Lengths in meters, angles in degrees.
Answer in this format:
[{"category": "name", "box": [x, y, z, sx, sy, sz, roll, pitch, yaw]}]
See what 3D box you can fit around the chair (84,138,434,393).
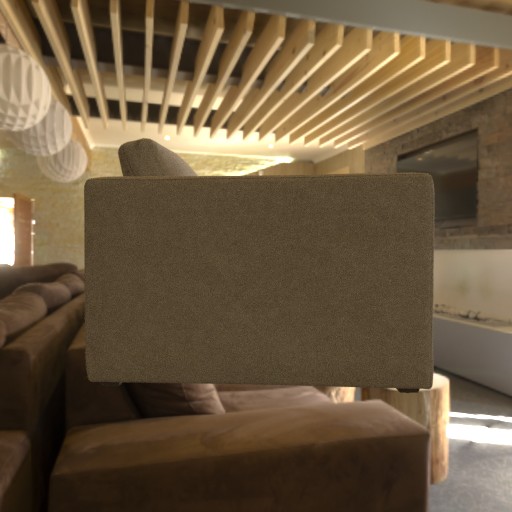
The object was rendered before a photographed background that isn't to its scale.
[{"category": "chair", "box": [0.000, 0.000, 1.882, 1.091, 0.845, 1.190, 0, 1, 0]}]
